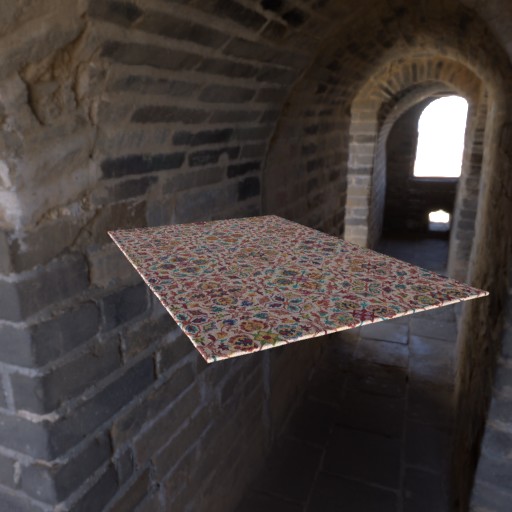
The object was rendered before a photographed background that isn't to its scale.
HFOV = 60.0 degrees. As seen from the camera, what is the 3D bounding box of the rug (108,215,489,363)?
[{"bbox_3d":[0.000,0.000,2.933,1.541,0.018,2.297,-8,18,-25],"label":"rug"}]
